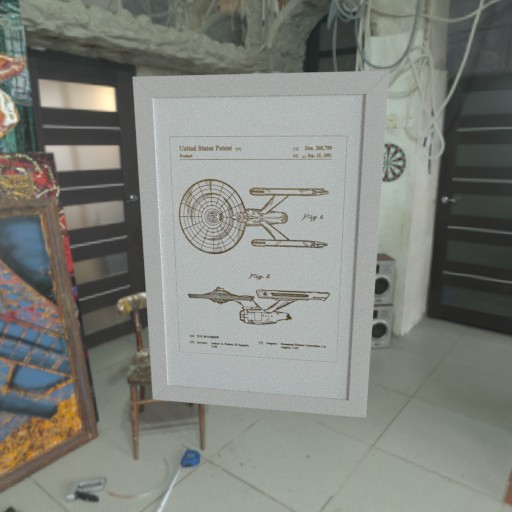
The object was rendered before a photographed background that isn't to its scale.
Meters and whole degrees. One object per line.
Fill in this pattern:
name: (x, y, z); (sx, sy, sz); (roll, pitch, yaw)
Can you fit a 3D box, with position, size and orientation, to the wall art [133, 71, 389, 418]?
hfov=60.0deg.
wall art: (0.000, 0.000, 0.860); (0.454, 0.659, 0.011); (2, 14, 8)
